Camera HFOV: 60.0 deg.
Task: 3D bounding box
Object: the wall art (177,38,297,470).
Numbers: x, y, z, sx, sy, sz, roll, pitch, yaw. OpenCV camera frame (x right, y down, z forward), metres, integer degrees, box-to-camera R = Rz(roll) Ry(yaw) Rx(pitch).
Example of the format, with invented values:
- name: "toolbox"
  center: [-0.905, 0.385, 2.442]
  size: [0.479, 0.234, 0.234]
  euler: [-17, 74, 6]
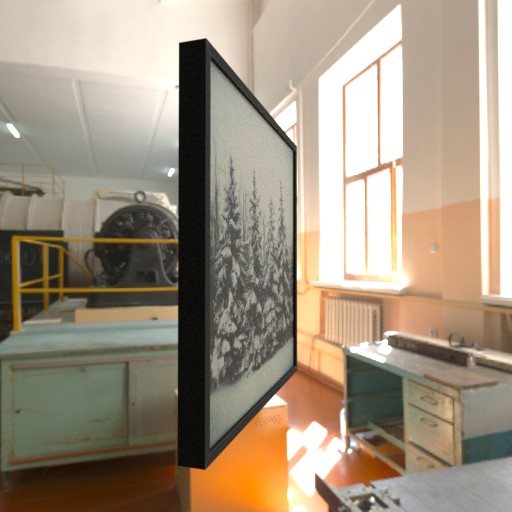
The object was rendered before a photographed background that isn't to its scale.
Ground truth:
- name: "wall art"
  center: [0.000, 0.000, 0.765]
  size: [0.036, 0.506, 0.506]
  euler: [0, -1, 17]
